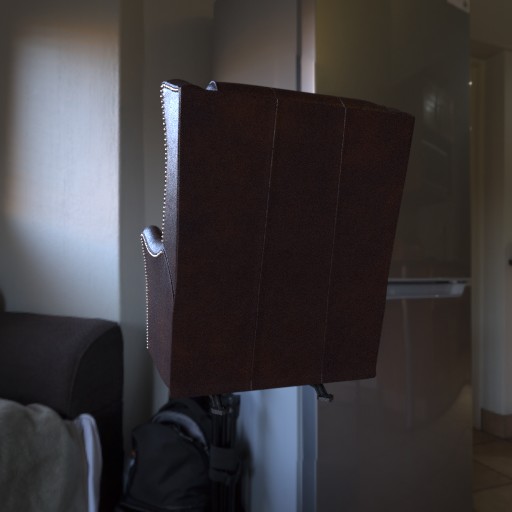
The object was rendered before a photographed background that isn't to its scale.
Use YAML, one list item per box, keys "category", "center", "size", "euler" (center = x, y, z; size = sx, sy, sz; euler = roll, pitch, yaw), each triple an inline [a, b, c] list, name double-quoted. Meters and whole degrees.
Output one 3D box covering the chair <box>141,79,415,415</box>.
- category: "chair"
  center: [0.000, 0.000, 1.841]
  size: [0.869, 1.084, 1.008]
  euler: [0, 0, -19]
